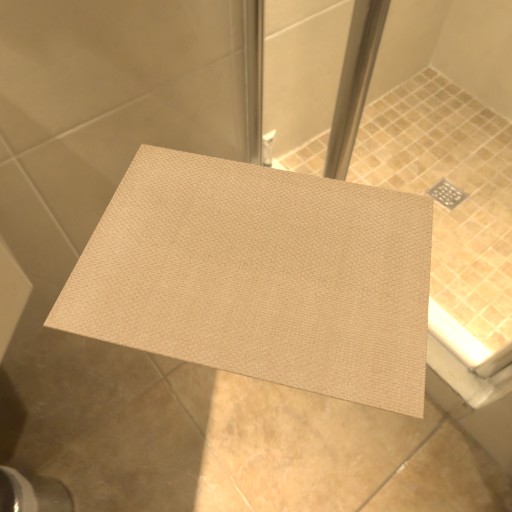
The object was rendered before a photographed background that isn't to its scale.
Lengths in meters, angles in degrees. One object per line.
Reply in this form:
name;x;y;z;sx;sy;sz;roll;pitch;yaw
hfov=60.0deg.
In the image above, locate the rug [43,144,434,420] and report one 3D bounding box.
rug;0.000;0.000;2.797;2.144;0.013;1.509;12;59;7
